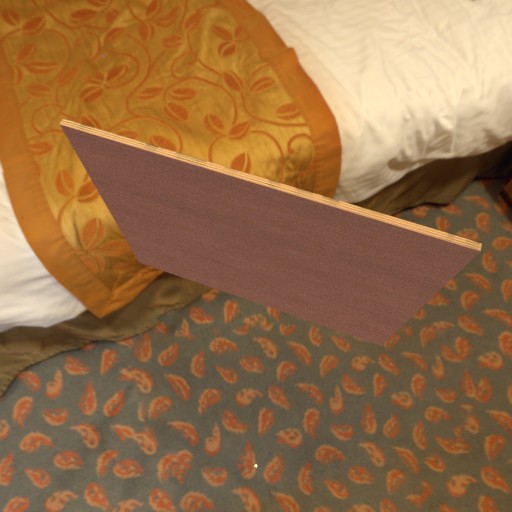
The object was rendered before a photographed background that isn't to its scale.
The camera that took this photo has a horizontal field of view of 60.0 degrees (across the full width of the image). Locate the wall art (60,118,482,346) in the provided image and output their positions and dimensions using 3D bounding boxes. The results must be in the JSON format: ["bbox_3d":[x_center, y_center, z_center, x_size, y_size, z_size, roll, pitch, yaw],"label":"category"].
[{"bbox_3d":[0.000,0.000,0.691,0.508,0.408,0.010,18,66,8],"label":"wall art"}]
